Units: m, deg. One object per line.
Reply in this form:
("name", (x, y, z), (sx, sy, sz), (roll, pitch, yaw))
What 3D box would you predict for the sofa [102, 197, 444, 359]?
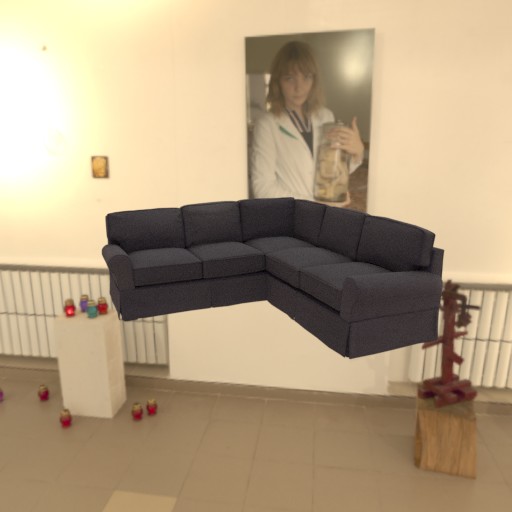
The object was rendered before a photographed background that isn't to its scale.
("sofa", (0.000, 0.000, 5.216), (3.773, 1.169, 2.874), (2, 14, 8))
